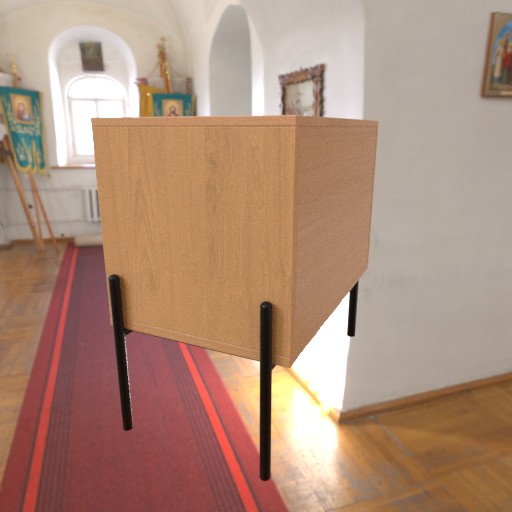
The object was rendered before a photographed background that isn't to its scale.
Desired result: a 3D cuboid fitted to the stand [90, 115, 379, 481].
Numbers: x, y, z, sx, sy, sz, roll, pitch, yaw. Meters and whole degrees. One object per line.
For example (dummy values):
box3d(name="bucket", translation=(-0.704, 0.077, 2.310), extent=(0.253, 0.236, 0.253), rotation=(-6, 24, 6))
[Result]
box3d(name="stand", translation=(0.000, 0.000, 1.019), extent=(0.400, 0.600, 0.630), rotation=(8, 18, 24))
